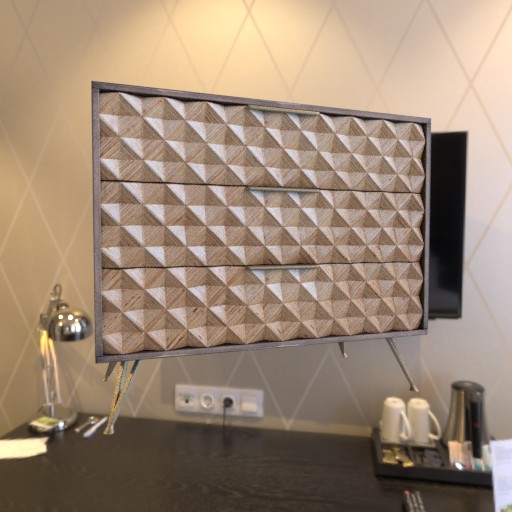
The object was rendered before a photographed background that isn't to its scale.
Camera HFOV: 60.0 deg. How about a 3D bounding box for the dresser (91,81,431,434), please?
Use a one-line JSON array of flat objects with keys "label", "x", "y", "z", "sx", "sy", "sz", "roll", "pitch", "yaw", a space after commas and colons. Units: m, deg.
[{"label": "dresser", "x": 0.000, "y": 0.000, "z": 1.350, "sx": 0.923, "sy": 0.801, "sz": 0.453, "roll": -1, "pitch": 2, "yaw": -19}]
